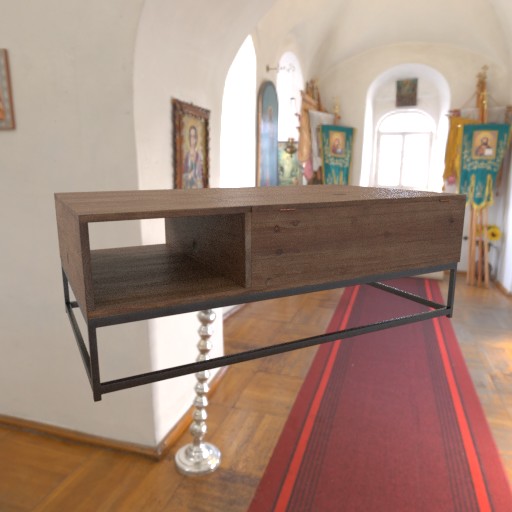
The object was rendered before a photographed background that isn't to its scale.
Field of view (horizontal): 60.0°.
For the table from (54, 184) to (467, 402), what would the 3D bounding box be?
[{"bbox_3d":[0.000,0.000,1.411,1.101,0.395,0.655,-6,14,-27],"label":"table"}]
